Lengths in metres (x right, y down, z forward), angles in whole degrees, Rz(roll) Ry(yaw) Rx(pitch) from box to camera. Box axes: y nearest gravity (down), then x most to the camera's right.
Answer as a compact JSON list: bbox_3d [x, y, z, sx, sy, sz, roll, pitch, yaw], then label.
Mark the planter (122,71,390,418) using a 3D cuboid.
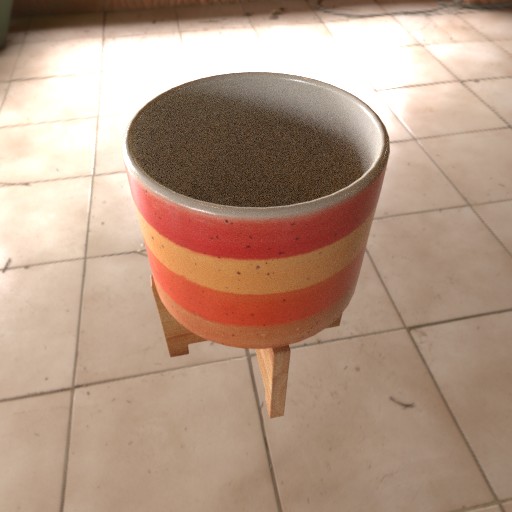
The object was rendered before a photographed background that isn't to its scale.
[{"bbox_3d":[0.000,0.000,0.415,0.199,0.268,0.199,0,46,0],"label":"planter"}]
